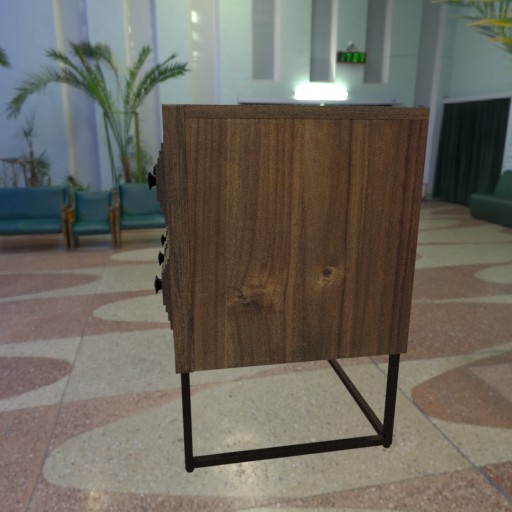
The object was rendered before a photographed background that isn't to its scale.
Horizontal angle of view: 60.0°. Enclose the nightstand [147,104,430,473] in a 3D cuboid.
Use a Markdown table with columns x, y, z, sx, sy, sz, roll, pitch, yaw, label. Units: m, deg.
| x | y | z | sx | sy | sz | roll | pitch | yaw | label |
| --- | --- | --- | --- | --- | --- | --- | --- | --- | --- |
| 0.000 | 0.000 | 1.009 | 0.437 | 0.610 | 0.610 | -3 | 15 | -10 | nightstand |
